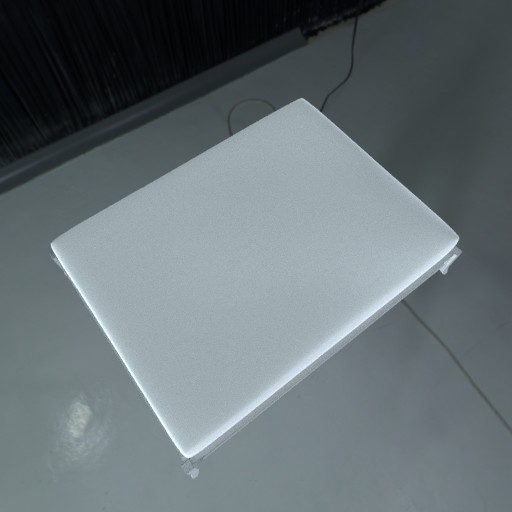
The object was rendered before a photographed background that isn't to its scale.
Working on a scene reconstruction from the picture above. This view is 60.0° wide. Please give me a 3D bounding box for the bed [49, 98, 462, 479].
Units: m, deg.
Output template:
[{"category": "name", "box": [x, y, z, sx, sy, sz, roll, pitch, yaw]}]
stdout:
[{"category": "bed", "box": [0.000, 0.000, 2.839, 2.108, 0.510, 1.604, -34, 68, -16]}]
